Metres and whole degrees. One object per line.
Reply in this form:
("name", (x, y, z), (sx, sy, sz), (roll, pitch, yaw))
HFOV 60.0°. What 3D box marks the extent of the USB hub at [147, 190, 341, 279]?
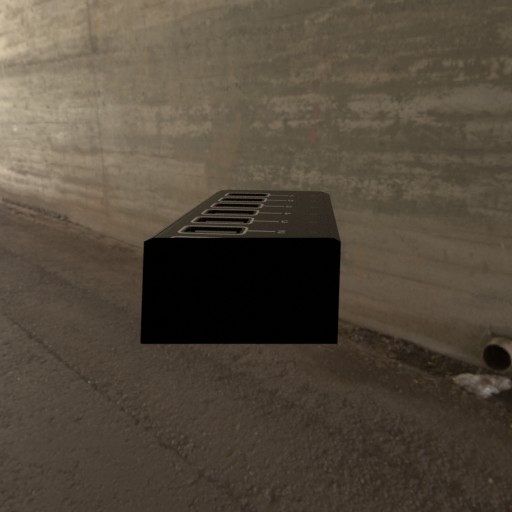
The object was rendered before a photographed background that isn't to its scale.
("USB hub", (0.000, 0.000, 0.127), (0.044, 0.023, 0.110), (2, 16, 7))
